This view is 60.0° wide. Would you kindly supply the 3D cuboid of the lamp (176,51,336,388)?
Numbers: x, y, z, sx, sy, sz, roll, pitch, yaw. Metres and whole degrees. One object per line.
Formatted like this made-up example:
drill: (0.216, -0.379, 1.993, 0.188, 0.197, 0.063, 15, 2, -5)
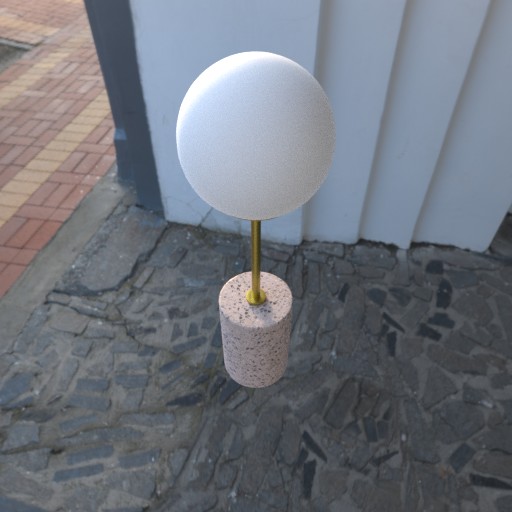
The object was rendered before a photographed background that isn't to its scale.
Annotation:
lamp: (0.000, 0.000, 0.548, 0.153, 0.480, 0.153, 0, 46, 0)
